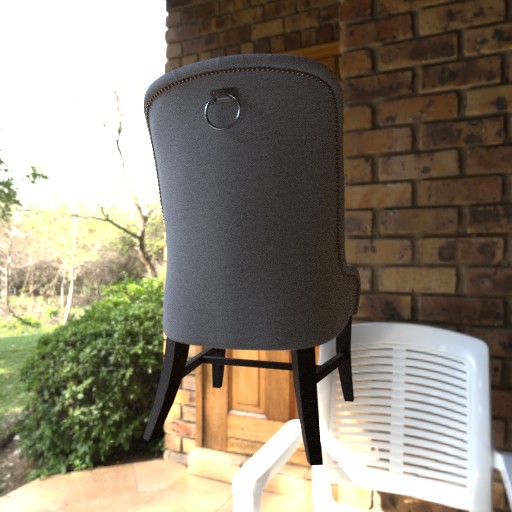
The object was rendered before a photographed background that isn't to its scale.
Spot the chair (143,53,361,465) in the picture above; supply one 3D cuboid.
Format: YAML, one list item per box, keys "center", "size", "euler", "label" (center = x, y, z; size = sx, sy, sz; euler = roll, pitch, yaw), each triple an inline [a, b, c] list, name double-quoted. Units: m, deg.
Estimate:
- center: [0.000, 0.000, 1.484]
  size: [0.634, 1.091, 0.629]
  euler: [0, 0, 19]
  label: "chair"
